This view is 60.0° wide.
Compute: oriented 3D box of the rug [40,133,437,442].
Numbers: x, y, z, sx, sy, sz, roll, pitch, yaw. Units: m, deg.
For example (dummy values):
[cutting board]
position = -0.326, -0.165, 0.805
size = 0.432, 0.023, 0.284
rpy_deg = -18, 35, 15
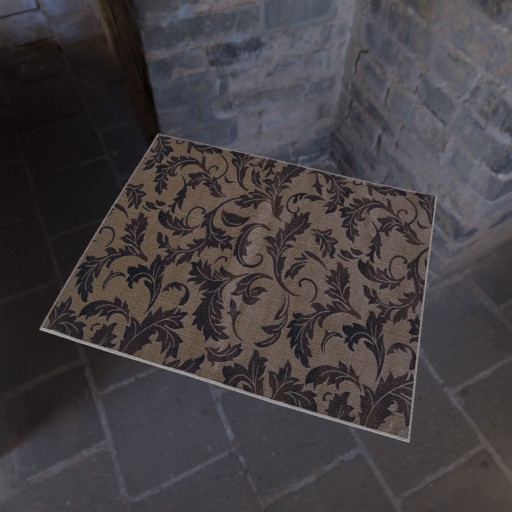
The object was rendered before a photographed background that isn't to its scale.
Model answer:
[rug]
position = 0.000, 0.000, 3.961
size = 2.977, 0.008, 2.380
rpy_deg = 14, 59, 9
